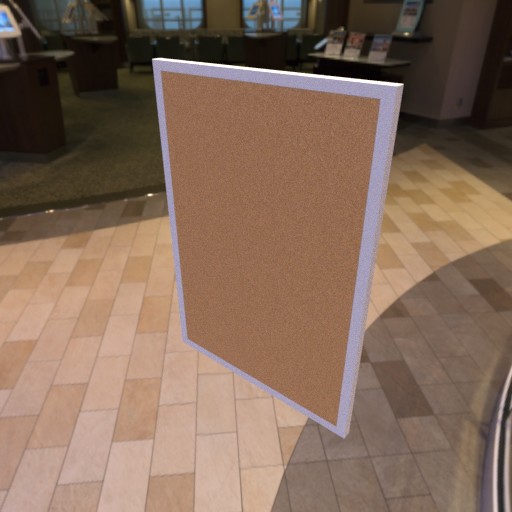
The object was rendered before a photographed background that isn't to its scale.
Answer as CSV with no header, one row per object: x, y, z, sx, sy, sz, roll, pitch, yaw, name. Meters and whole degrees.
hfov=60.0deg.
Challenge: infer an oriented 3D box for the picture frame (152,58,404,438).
0.000,0.000,0.555,0.305,0.434,0.013,22,36,33,picture frame
